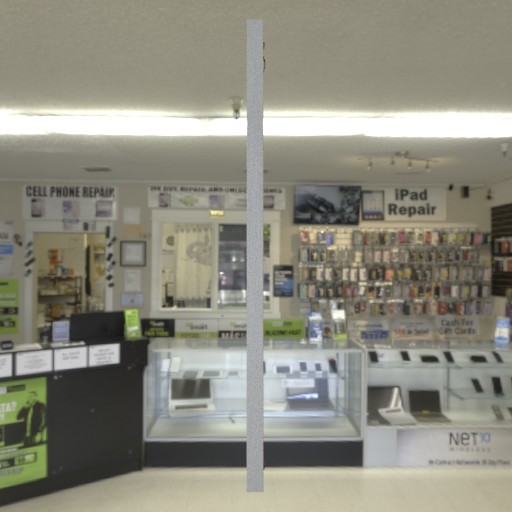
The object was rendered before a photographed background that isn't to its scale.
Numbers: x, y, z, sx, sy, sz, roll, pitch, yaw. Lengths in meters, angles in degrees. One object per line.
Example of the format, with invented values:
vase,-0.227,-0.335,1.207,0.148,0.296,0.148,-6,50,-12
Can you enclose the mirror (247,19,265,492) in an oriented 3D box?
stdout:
mirror,0.000,0.000,1.333,0.040,1.016,0.762,0,0,0
